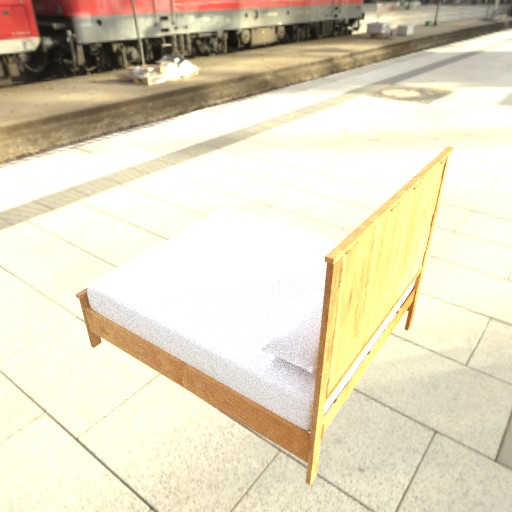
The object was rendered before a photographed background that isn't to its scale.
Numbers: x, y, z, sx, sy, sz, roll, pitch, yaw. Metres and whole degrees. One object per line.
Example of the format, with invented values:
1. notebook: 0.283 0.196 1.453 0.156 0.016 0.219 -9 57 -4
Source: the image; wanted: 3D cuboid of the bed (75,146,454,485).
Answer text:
1. bed: 0.000 0.000 3.568 2.201 1.686 1.936 20 36 30
